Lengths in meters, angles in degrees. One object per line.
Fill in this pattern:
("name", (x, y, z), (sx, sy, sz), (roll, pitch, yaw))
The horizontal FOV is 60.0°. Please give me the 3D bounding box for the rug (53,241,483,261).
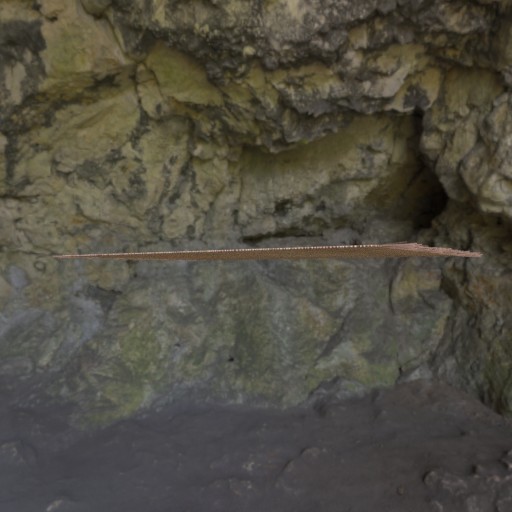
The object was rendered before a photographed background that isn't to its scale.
("rug", (0.000, 0.000, 2.453), (2.085, 0.027, 1.224), (-1, -2, 36))
